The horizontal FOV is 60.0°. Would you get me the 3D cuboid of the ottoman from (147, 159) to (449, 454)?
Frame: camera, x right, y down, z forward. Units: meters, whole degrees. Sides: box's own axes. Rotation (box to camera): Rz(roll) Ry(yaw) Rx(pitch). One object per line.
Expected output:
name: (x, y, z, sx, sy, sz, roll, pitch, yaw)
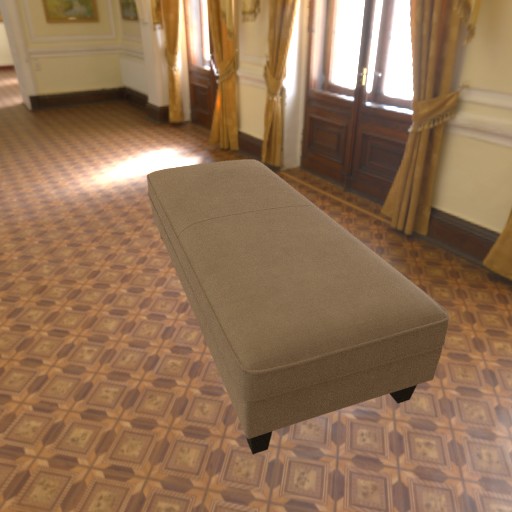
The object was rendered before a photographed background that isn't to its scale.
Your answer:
ottoman: (0.000, 0.000, 2.044, 0.735, 0.460, 1.726, -11, 31, -18)
